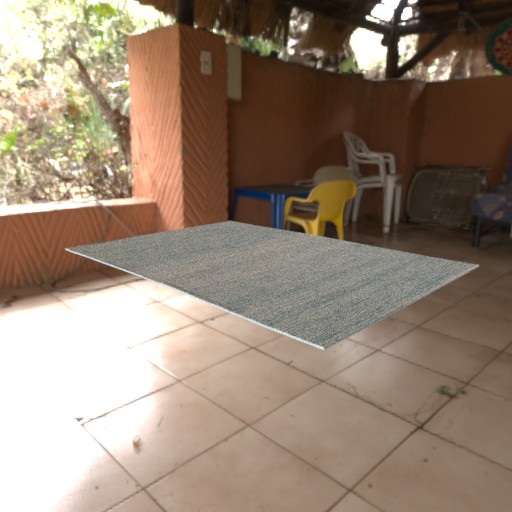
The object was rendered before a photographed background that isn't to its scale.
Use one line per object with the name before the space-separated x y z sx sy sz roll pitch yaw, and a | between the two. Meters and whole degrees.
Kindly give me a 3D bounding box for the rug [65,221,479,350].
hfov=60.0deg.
rug | 0.000 0.000 2.968 2.306 0.030 1.613 14 20 43
